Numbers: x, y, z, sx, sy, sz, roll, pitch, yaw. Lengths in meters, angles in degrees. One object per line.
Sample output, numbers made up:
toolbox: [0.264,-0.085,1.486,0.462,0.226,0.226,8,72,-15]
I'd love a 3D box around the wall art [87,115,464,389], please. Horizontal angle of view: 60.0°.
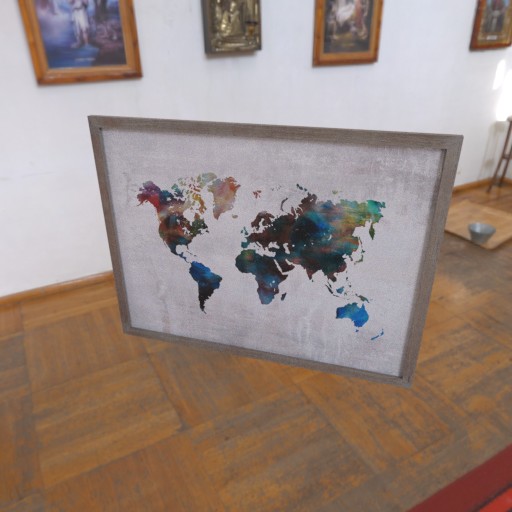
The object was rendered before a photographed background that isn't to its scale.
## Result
wall art: [0.000,0.000,1.339,1.012,0.774,0.019,8,28,14]
